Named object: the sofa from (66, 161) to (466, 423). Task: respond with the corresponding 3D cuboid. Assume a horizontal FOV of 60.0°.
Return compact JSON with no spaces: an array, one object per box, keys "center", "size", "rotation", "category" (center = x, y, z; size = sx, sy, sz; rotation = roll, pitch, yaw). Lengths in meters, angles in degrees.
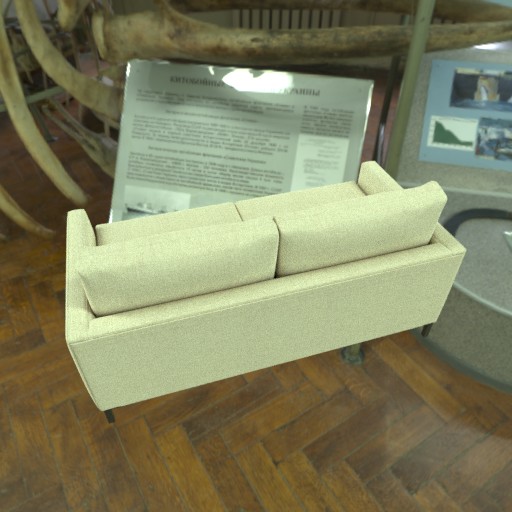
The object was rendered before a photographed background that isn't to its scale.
[{"center":[0.000,0.000,2.098],"size":[1.651,0.812,0.839],"rotation":[-12,42,-13],"category":"sofa"}]
